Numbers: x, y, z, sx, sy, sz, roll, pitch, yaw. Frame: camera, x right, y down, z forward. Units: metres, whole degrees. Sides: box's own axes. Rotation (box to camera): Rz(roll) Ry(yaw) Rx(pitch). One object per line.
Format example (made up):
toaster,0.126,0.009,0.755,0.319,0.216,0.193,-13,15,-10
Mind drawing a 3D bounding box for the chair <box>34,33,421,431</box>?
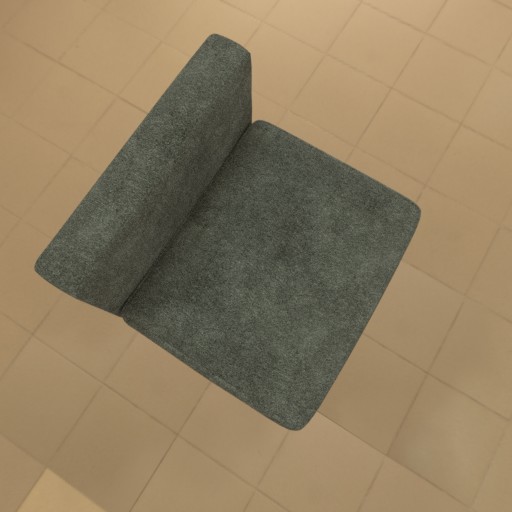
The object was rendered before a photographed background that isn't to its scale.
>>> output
chair,0.000,0.000,1.213,0.680,0.660,0.680,31,77,8
